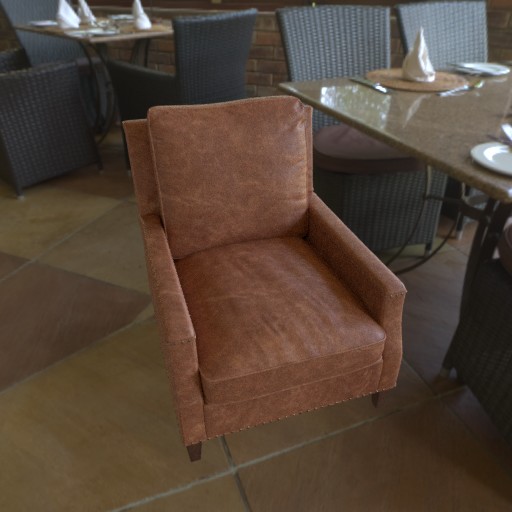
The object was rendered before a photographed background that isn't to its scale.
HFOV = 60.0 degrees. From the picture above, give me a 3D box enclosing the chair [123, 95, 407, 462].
[{"bbox_3d":[0.000,0.000,1.803,0.854,1.054,1.035,-10,34,-15],"label":"chair"}]
